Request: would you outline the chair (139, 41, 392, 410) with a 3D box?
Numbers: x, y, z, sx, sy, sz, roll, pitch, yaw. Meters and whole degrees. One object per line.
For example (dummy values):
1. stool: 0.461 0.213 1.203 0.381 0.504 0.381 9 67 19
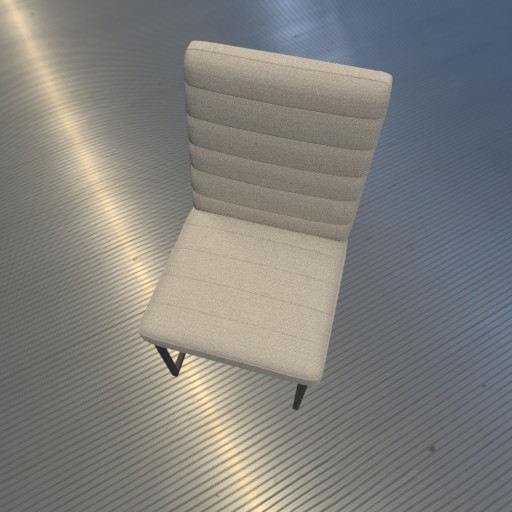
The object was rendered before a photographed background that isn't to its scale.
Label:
1. chair: 0.000 0.000 1.313 0.520 0.930 0.634 13 61 8
